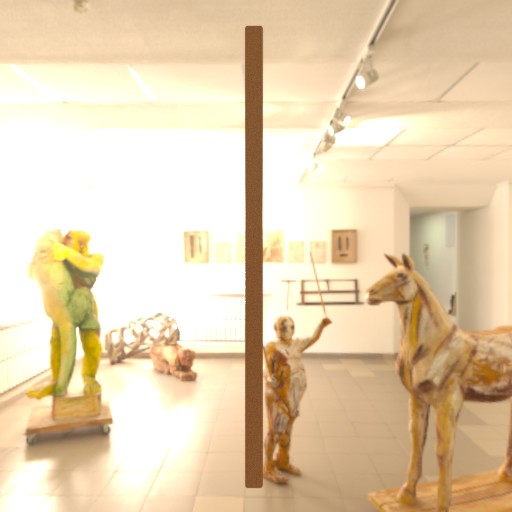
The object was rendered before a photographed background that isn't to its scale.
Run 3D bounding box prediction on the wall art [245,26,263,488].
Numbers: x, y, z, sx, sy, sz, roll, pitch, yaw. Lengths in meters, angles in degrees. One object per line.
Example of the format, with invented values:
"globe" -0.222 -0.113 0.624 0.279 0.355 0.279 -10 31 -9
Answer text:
"wall art" 0.000 0.000 0.517 0.015 0.379 0.310 0 1 1
